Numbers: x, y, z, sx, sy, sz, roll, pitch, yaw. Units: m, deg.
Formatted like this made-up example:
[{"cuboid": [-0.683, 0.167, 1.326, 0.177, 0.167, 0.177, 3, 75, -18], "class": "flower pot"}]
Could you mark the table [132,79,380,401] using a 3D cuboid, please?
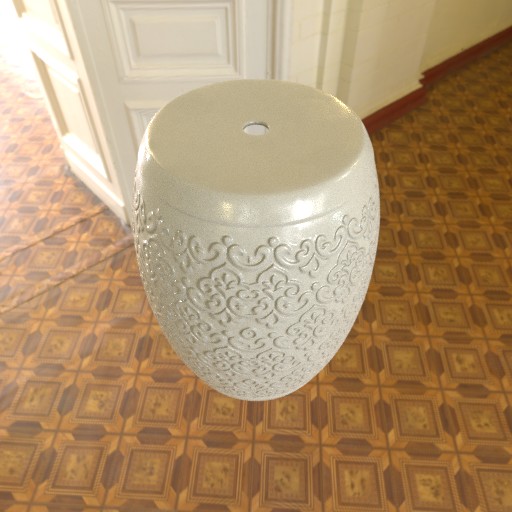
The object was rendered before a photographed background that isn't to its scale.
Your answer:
[{"cuboid": [0.000, 0.000, 0.608, 0.309, 0.397, 0.309, 0, 47, 0], "class": "table"}]
